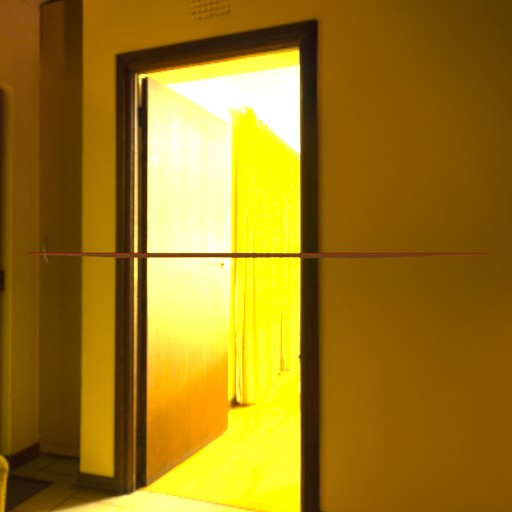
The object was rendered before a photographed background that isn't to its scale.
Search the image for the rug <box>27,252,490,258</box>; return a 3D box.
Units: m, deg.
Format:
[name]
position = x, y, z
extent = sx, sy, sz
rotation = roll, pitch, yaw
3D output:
[rug]
position = 0.000, 0.000, 3.947
extent = 2.929, 0.012, 2.300
rotation = 0, -1, -2
